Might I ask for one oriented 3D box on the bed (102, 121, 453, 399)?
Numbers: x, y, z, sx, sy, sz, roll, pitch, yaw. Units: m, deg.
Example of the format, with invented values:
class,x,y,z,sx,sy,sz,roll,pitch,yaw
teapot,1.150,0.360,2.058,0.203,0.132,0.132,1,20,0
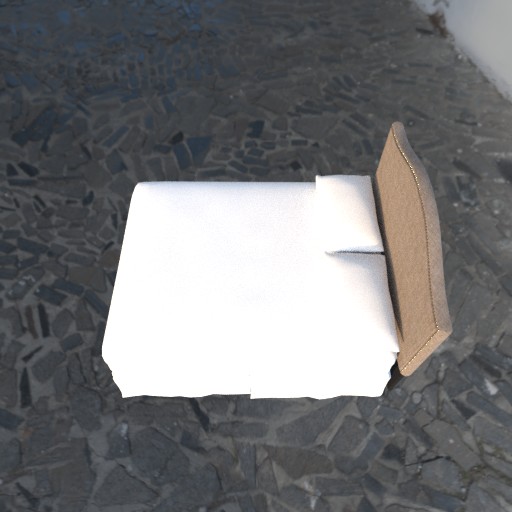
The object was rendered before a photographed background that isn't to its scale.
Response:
class,x,y,z,sx,sy,sz,roll,pitch,yaw
bed,0.000,0.000,3.287,2.153,1.518,1.713,0,58,0
